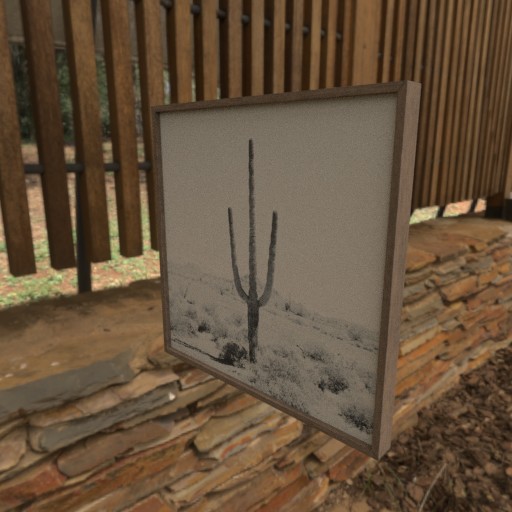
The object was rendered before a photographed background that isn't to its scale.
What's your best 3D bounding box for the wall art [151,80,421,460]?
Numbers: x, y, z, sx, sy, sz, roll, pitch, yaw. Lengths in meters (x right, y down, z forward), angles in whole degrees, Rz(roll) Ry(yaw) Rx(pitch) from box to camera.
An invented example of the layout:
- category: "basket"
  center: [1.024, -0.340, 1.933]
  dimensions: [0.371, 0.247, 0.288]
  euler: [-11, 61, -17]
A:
- category: "wall art"
  center: [0.000, 0.000, 0.750]
  dimensions: [0.508, 0.508, 0.038]
  euler: [13, 19, 41]
